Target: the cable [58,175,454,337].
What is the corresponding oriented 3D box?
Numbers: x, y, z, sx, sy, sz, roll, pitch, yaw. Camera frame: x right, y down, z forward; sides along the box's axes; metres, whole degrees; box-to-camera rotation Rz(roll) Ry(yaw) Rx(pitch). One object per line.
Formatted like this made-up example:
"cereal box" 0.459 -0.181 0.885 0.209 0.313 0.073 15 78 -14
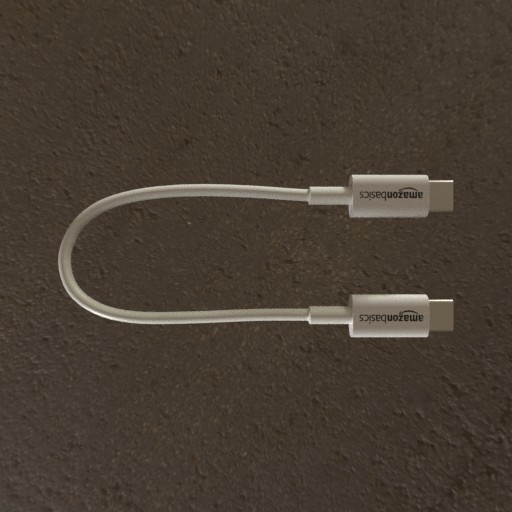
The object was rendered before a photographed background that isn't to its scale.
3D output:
"cable" 0.000 0.000 0.111 0.098 0.005 0.041 0 90 0
